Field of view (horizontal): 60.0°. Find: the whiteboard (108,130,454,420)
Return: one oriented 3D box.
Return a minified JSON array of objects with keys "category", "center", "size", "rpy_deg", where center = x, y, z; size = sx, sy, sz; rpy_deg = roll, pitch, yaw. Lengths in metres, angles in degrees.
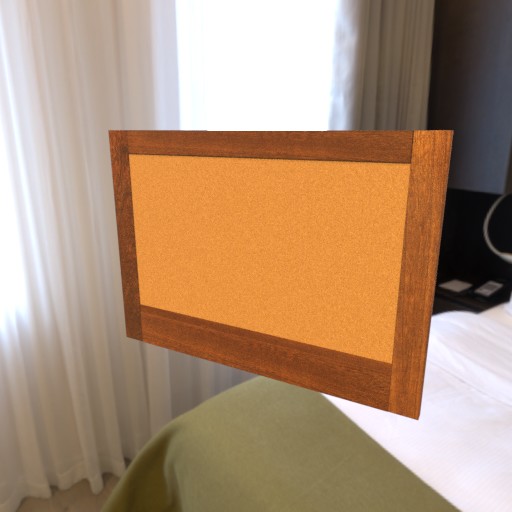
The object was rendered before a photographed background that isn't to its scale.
[{"category":"whiteboard","center":[0.000,0.000,1.024],"size":[0.783,0.559,0.083],"rpy_deg":[8,18,27]}]
